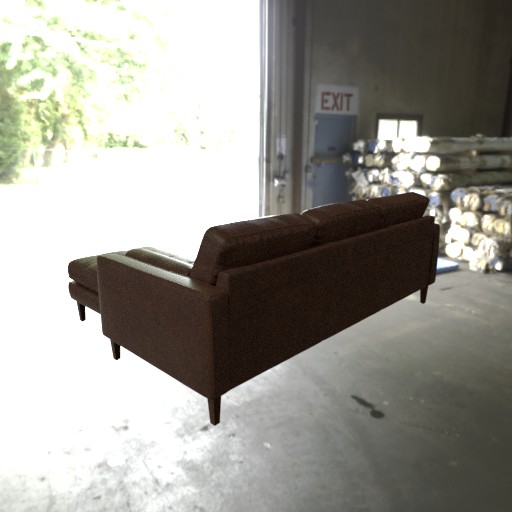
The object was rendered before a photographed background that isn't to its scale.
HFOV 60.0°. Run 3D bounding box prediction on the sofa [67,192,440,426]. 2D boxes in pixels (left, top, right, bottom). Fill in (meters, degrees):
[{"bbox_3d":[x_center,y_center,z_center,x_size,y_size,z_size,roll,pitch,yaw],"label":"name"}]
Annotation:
[{"bbox_3d":[0.000,0.000,3.007,1.613,0.841,2.185,14,20,42],"label":"sofa"}]
